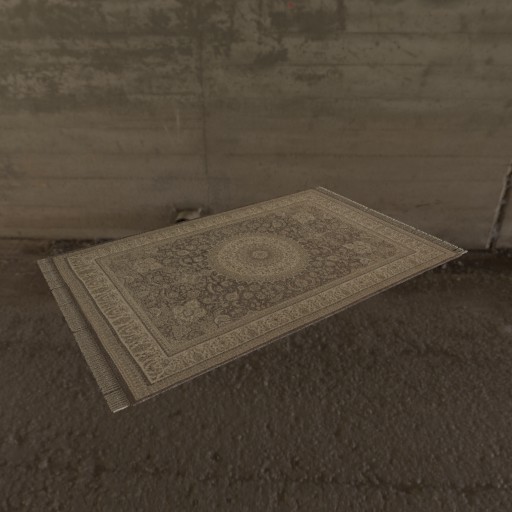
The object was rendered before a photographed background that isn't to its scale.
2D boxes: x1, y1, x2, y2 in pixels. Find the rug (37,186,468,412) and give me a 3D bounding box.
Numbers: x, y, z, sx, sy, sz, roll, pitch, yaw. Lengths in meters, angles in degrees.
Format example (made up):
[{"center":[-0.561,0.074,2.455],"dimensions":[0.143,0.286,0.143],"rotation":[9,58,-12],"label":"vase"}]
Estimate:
[{"center":[0.000,0.000,2.945],"dimensions":[2.440,0.010,1.528],"rotation":[-18,34,-29],"label":"rug"}]
